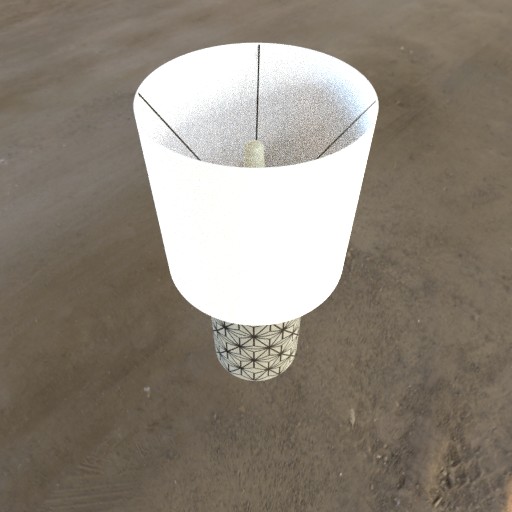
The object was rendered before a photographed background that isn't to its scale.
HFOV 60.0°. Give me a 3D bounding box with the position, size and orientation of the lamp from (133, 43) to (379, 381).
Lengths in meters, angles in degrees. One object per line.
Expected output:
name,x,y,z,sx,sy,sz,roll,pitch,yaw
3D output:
lamp,0.000,0.000,0.534,0.206,0.416,0.206,2,48,2
